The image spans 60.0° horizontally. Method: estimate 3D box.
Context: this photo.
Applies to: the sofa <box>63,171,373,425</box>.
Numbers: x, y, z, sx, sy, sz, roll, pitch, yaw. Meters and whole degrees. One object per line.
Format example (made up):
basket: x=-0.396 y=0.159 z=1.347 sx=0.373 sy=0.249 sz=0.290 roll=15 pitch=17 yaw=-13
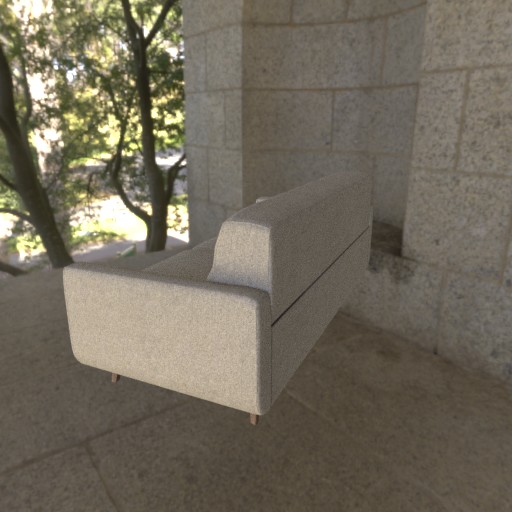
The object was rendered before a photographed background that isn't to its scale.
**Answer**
sofa: x=0.000 y=0.000 z=2.611 sx=0.968 sy=0.873 sz=2.055 roll=8 pitch=18 yaw=24
